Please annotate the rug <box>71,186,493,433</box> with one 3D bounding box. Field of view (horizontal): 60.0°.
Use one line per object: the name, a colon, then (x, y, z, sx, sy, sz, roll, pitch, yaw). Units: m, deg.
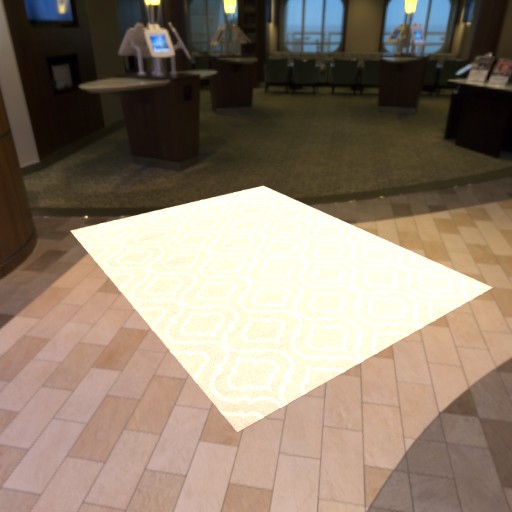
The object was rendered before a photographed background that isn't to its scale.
rug: (0.000, 0.000, 3.769, 2.283, 0.006, 2.892, -18, 33, -31)
